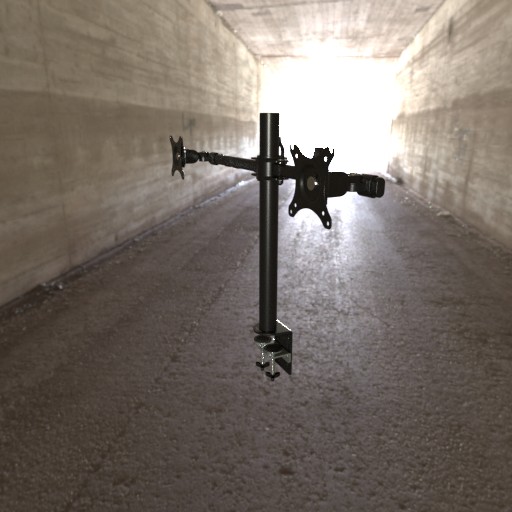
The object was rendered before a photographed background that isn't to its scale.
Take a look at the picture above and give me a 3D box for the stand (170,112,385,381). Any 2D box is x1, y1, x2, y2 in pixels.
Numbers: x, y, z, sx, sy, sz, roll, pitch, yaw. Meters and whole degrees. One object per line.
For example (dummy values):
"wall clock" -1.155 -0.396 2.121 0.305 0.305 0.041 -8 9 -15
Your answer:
"stand" 0.000 0.000 0.980 0.150 0.603 0.743 -8 18 -25
